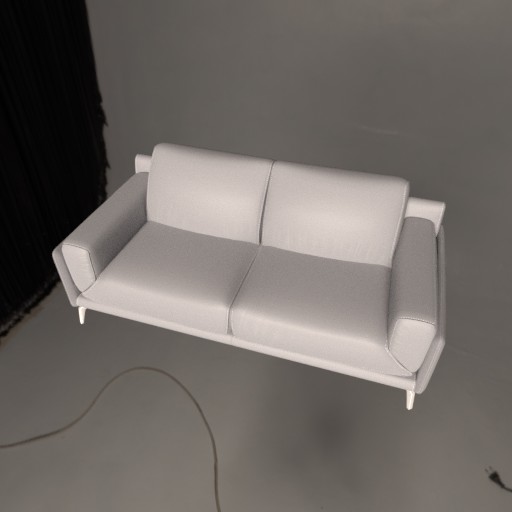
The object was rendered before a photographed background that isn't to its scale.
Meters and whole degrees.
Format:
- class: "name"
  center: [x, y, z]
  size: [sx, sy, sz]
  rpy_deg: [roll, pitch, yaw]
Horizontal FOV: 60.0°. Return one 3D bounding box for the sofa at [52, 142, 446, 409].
- class: "sofa"
  center: [0.000, 0.000, 2.627]
  size: [2.100, 0.900, 0.969]
  rpy_deg: [11, 41, 13]
